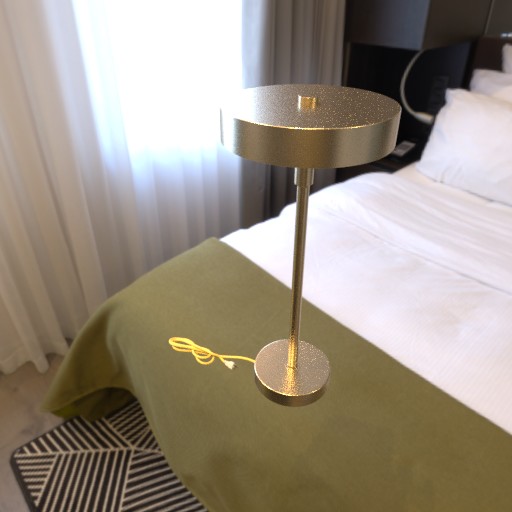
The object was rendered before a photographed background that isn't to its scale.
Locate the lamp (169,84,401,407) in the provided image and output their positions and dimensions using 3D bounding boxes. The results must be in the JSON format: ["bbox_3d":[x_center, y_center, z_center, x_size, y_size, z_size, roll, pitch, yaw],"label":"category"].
[{"bbox_3d":[0.000,0.000,0.715,0.369,0.508,0.229,10,34,15],"label":"lamp"}]
